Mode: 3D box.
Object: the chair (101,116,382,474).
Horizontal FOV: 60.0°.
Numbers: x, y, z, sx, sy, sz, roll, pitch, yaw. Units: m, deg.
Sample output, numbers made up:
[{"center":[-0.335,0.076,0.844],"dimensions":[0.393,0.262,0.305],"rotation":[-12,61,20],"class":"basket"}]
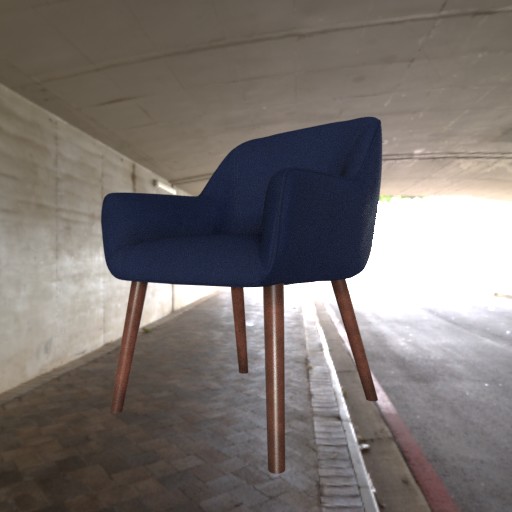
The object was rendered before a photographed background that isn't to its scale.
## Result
[{"center":[0.000,0.000,1.222],"dimensions":[0.600,0.820,0.600],"rotation":[0,0,38],"class":"chair"}]
